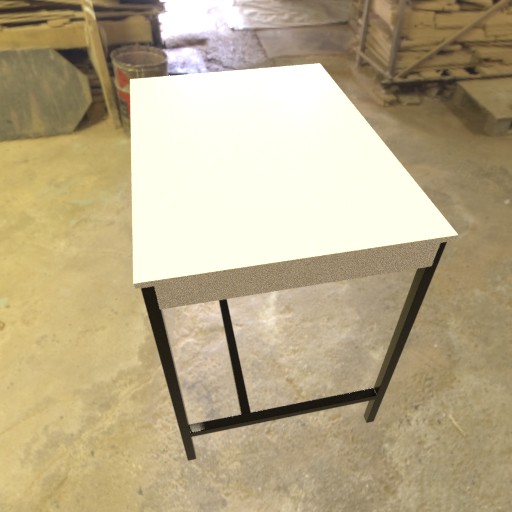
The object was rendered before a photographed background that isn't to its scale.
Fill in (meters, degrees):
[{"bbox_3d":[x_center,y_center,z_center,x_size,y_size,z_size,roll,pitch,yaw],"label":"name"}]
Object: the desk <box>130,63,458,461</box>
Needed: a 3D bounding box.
[{"bbox_3d":[0.000,0.000,1.305,0.573,0.766,0.811,-8,45,-8],"label":"desk"}]
